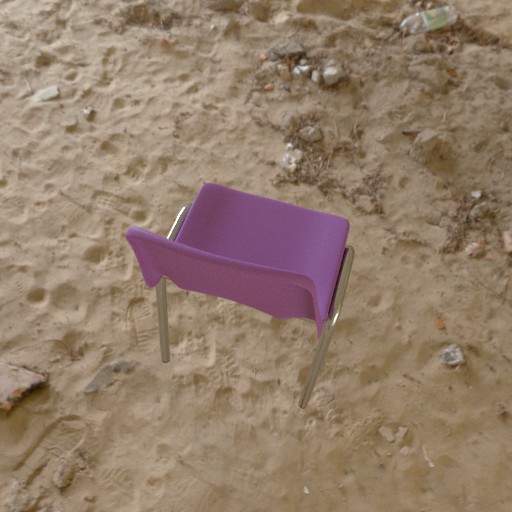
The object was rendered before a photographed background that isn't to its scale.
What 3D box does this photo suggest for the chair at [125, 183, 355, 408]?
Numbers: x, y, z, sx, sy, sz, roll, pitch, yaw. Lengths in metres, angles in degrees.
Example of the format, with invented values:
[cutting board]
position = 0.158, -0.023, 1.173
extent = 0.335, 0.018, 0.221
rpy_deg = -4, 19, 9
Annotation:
[chair]
position = 0.000, 0.000, 0.687
extent = 0.291, 0.493, 0.301
rpy_deg = 16, 63, 8
